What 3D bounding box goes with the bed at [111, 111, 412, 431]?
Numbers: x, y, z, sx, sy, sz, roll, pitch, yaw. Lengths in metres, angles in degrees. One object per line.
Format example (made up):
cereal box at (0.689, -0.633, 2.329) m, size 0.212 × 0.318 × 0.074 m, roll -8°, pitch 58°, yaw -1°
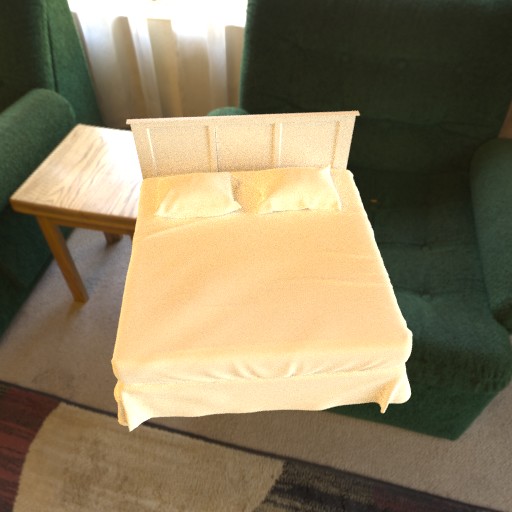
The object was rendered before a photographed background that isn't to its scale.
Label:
bed at (0.000, 0.000, 3.567) m, size 2.317 × 1.273 × 2.215 m, roll -3°, pitch 47°, yaw -3°
